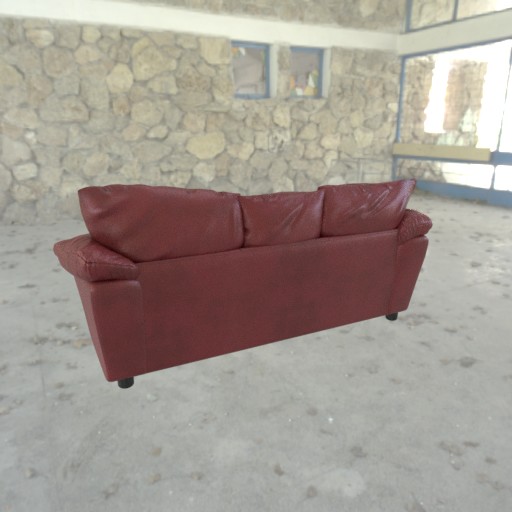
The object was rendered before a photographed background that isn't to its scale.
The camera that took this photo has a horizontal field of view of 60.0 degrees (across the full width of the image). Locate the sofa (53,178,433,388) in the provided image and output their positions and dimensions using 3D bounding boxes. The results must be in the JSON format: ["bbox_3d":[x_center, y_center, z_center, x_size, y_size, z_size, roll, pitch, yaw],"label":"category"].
[{"bbox_3d":[0.000,0.000,2.927,2.390,1.091,0.907,-8,18,-26],"label":"sofa"}]
